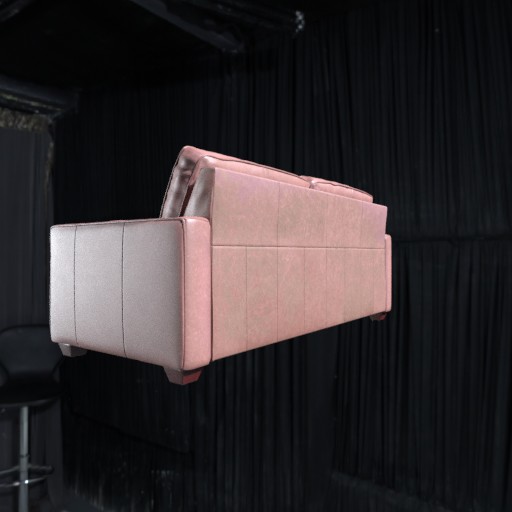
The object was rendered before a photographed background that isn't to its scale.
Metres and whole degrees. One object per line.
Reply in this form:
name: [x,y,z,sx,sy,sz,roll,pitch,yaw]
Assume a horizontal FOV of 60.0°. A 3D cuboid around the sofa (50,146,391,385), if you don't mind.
sofa: [0.000,0.000,2.622,0.940,0.919,2.080,0,1,37]
